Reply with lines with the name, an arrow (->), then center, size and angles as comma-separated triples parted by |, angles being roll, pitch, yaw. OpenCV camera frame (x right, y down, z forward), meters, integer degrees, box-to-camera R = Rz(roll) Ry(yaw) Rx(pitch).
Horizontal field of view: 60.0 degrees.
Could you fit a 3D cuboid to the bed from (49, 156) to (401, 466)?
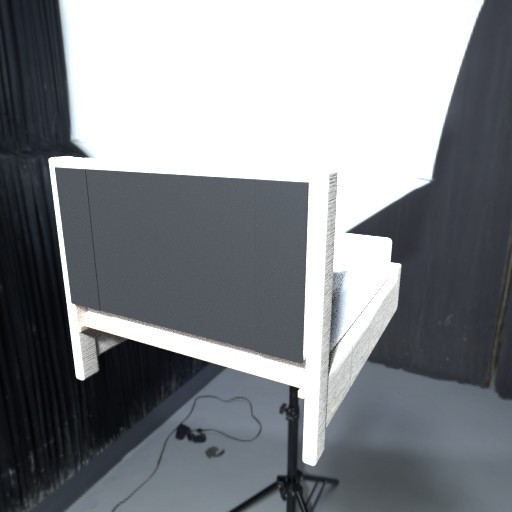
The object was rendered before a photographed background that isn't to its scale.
bed -> 0.000, 0.000, 3.831 | 2.045, 1.743, 2.370 | 9, 18, 27
